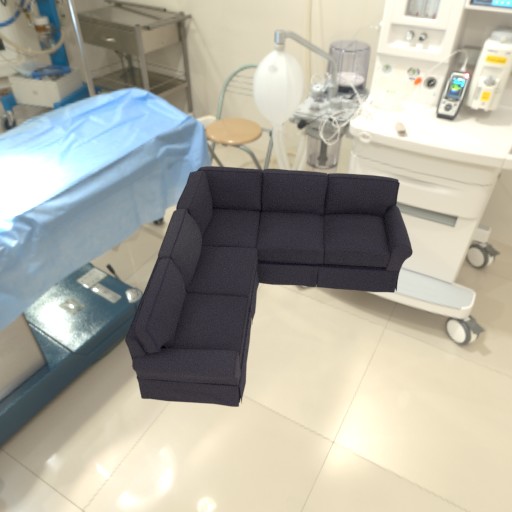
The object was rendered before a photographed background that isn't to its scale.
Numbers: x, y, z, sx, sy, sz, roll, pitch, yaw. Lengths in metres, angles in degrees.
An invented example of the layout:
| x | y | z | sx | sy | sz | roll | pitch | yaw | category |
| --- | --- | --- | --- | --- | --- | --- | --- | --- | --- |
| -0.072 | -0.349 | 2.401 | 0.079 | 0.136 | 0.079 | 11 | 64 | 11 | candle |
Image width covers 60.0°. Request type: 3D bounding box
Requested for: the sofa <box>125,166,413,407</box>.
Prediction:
| x | y | z | sx | sy | sz | roll | pitch | yaw | category |
| --- | --- | --- | --- | --- | --- | --- | --- | --- | --- |
| 0.000 | 0.000 | 5.107 | 2.874 | 1.169 | 3.773 | 26 | 47 | 27 | sofa |
